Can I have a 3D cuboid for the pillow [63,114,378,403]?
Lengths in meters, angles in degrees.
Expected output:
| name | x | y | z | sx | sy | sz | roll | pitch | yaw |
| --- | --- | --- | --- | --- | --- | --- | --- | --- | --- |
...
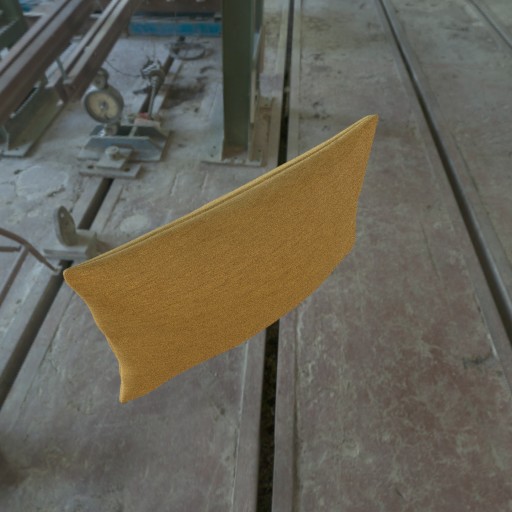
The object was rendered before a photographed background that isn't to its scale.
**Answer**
| name | x | y | z | sx | sy | sz | roll | pitch | yaw |
| --- | --- | --- | --- | --- | --- | --- | --- | --- | --- |
| pillow | 0.000 | 0.000 | 0.818 | 0.634 | 0.354 | 0.210 | -32 | 54 | -27 |
